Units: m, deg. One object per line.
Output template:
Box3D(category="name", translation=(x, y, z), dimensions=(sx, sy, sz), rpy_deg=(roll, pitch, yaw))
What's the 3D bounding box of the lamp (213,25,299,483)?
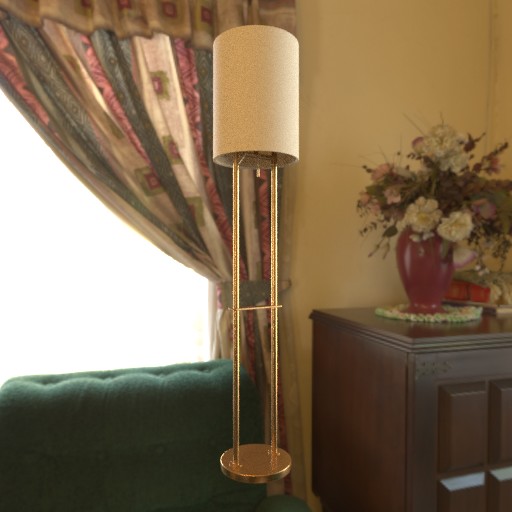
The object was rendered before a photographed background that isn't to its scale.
Box3D(category="lamp", translation=(0.000, 0.000, 1.588), dimensions=(0.306, 1.500, 0.305), rpy_deg=(0, 0, -35))
